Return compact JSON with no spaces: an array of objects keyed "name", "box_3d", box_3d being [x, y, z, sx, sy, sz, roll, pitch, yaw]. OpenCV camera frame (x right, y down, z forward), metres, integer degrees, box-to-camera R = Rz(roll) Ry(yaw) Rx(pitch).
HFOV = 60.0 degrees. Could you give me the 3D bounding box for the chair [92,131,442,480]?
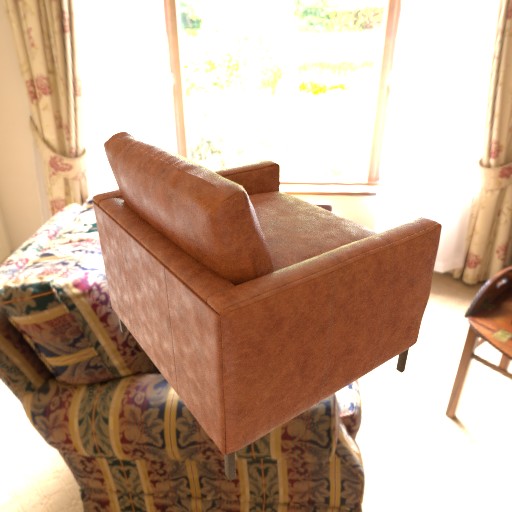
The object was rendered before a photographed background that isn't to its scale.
[{"name":"chair","box_3d":[0.000,0.000,1.633,0.862,0.869,0.967,-18,33,-31]}]
